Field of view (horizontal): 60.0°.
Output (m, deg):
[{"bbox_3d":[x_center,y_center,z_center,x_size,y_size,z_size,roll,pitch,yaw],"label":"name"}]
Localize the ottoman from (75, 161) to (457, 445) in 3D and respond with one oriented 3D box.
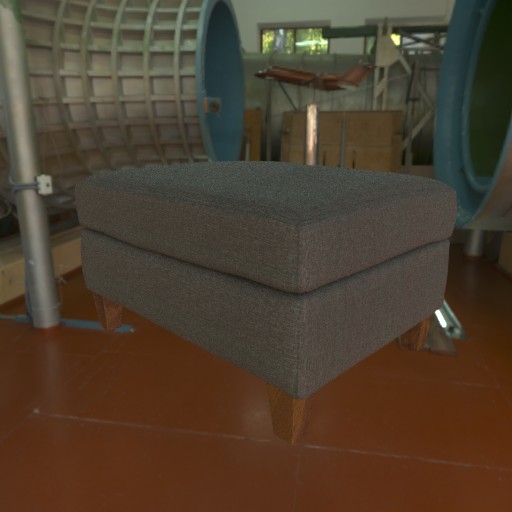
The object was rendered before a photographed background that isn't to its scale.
[{"bbox_3d":[0.000,0.000,1.199,0.826,0.496,0.639,15,21,42],"label":"ottoman"}]
